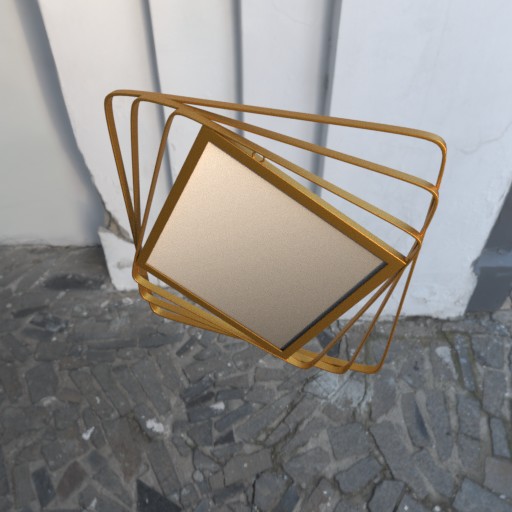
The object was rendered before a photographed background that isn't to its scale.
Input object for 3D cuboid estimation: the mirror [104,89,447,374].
[{"bbox_3d":[0.000,0.000,0.699,0.470,0.468,0.045,13,42,14],"label":"mirror"}]
